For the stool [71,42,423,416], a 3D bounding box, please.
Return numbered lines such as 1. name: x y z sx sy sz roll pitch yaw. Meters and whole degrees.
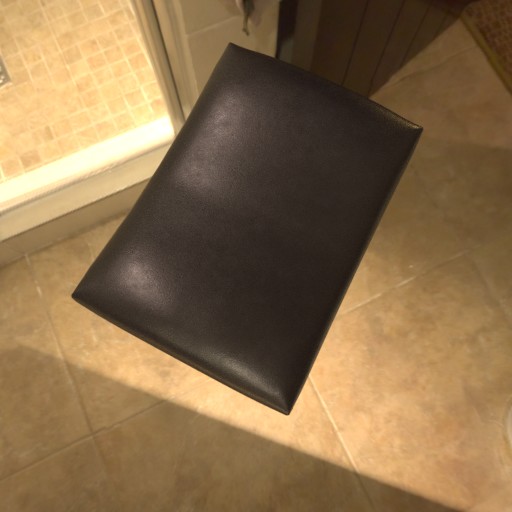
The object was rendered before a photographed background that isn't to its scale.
1. stool: 0.000 0.000 0.964 0.372 0.654 0.504 27 77 7
